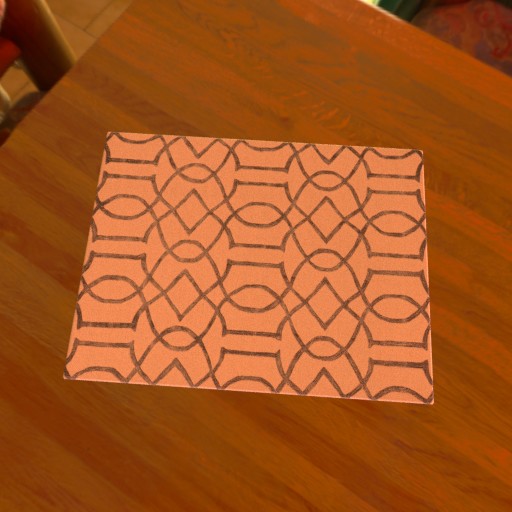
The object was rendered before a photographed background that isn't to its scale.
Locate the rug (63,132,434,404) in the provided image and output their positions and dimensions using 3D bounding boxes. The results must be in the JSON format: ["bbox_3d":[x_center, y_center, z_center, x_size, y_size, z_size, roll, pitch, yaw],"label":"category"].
[{"bbox_3d":[0.000,0.000,3.777,2.910,0.021,2.211,4,74,1],"label":"rug"}]
